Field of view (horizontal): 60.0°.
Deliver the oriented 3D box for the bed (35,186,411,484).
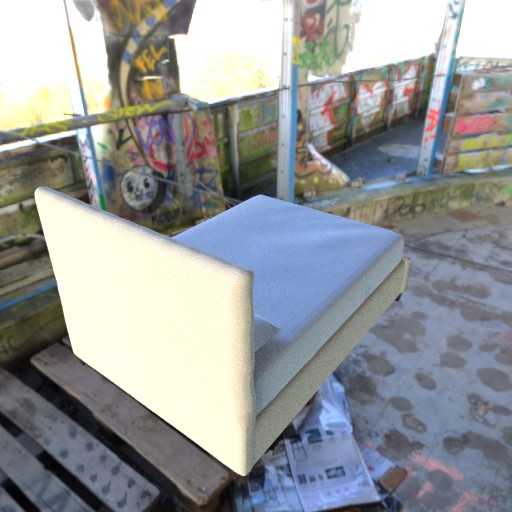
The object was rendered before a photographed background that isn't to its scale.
[{"bbox_3d":[0.000,0.000,3.442,1.698,1.427,2.387,21,36,32],"label":"bed"}]
